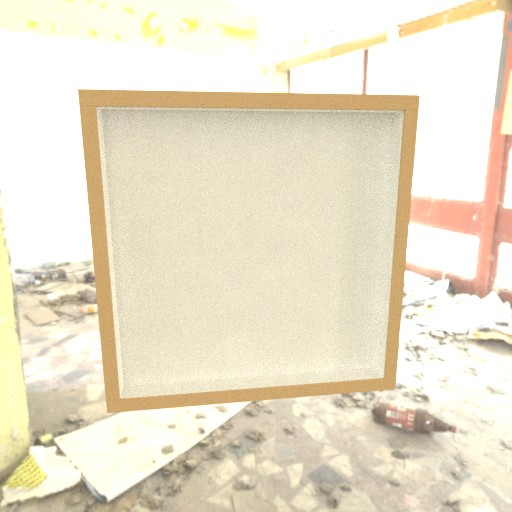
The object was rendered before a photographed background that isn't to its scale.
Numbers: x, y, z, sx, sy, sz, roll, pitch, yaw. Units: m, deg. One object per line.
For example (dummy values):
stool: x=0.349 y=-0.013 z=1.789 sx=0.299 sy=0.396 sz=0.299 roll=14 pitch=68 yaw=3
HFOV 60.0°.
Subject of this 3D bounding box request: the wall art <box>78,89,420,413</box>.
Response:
wall art: x=0.000 y=0.000 z=0.585 sx=0.405 sy=0.405 sz=0.038 roll=-2 pitch=14 yaw=-8
